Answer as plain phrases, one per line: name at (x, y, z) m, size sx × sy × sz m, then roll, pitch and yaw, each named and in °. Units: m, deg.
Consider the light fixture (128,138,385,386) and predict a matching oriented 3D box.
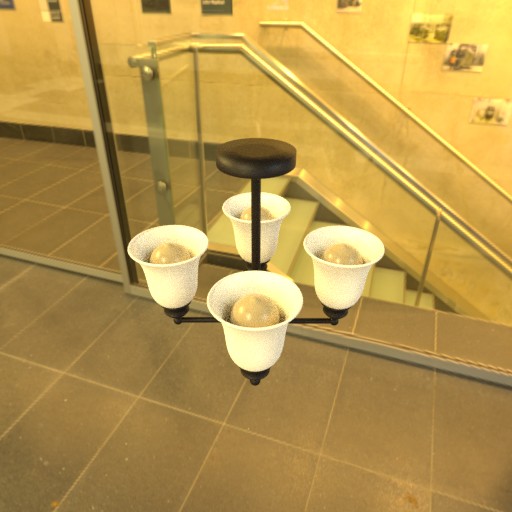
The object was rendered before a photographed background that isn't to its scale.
light fixture at (0.000, 0.000, 1.889) m, size 1.069 × 0.925 × 1.069 m, roll 0°, pitch 32°, yaw 0°
